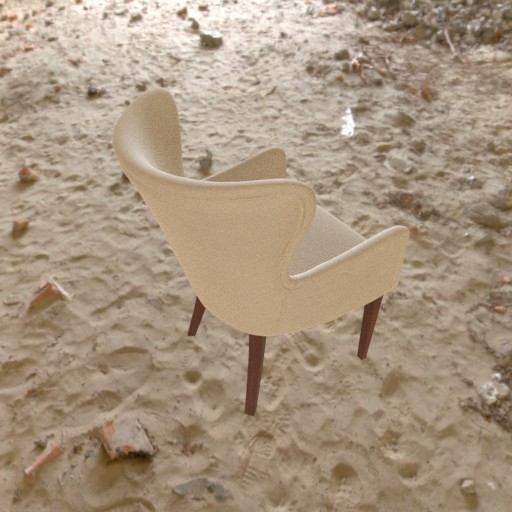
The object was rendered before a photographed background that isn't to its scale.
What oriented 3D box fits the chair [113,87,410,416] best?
[{"bbox_3d":[0.000,0.000,1.482,0.744,0.990,0.696,-25,47,-26],"label":"chair"}]
